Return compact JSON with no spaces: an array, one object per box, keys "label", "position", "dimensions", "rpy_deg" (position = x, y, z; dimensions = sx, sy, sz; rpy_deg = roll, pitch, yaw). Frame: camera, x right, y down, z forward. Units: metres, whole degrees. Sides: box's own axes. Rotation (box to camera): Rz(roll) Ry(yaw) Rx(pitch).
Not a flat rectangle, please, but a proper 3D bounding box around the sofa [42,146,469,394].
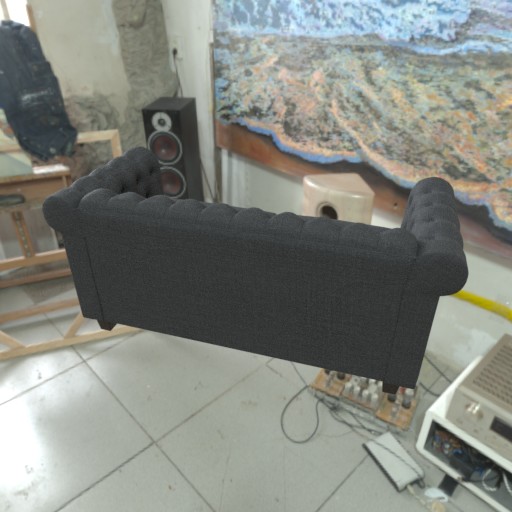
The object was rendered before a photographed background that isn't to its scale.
[{"label":"sofa","position":[0.000,0.000,2.251],"dimensions":[1.798,0.797,0.783],"rpy_deg":[9,33,14]}]
